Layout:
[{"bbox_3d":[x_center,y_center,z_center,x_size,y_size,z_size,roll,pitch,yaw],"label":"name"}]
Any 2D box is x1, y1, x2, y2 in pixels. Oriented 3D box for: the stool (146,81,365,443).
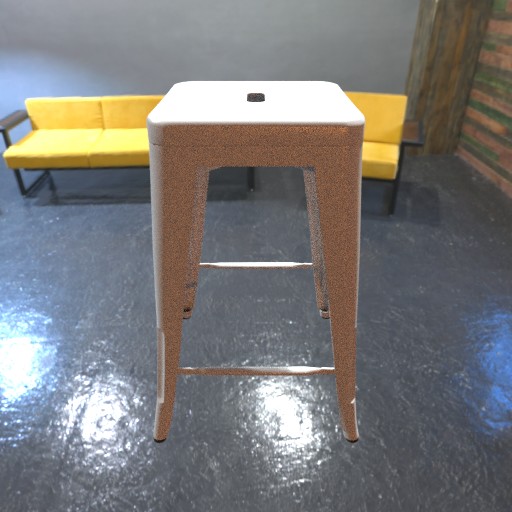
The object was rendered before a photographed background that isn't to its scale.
[{"bbox_3d":[0.000,0.000,0.883,0.406,0.610,0.406,0,31,0],"label":"stool"}]
